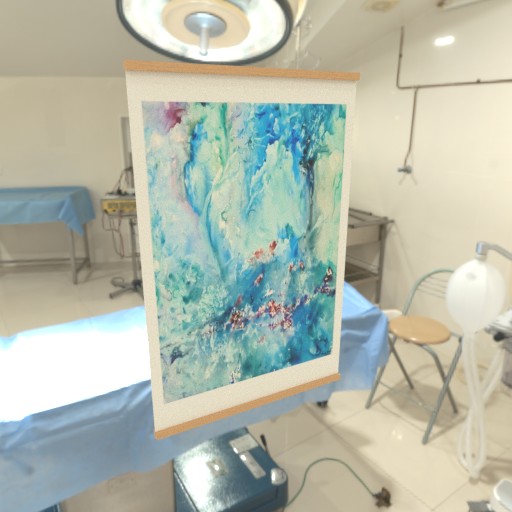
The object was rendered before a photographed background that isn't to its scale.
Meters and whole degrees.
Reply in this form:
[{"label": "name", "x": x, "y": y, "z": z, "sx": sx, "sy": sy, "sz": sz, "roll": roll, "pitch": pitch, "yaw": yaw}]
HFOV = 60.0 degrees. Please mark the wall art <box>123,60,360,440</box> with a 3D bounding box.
[{"label": "wall art", "x": 0.000, "y": 0.000, "z": 0.650, "sx": 0.335, "sy": 0.510, "sz": 0.013, "roll": -9, "pitch": 20, "yaw": -27}]
